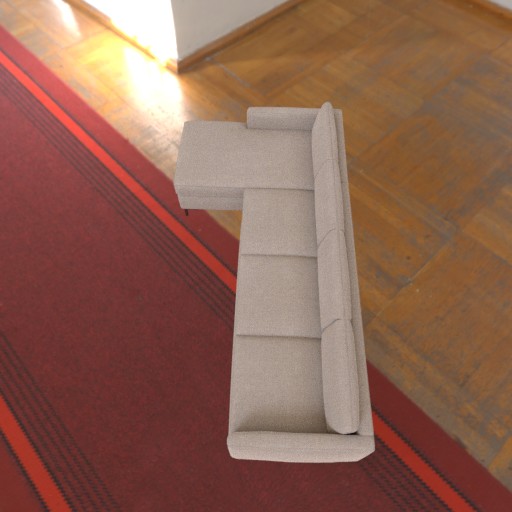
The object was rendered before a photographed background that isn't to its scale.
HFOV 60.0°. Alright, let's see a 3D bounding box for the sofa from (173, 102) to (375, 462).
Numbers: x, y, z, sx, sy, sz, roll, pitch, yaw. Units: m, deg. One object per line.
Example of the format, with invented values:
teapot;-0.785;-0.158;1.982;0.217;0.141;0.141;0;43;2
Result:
sofa;0.000;0.000;3.484;1.469;0.816;2.923;2;59;1
